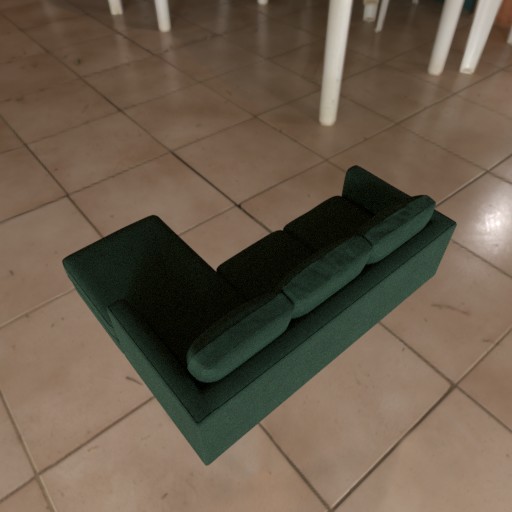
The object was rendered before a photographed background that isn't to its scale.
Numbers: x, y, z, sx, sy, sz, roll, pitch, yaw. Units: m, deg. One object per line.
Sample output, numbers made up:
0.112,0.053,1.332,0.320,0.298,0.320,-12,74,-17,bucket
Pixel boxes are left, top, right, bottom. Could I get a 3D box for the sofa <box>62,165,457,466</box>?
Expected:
0.000,0.000,2.940,2.030,0.899,1.580,-32,54,-27,sofa
